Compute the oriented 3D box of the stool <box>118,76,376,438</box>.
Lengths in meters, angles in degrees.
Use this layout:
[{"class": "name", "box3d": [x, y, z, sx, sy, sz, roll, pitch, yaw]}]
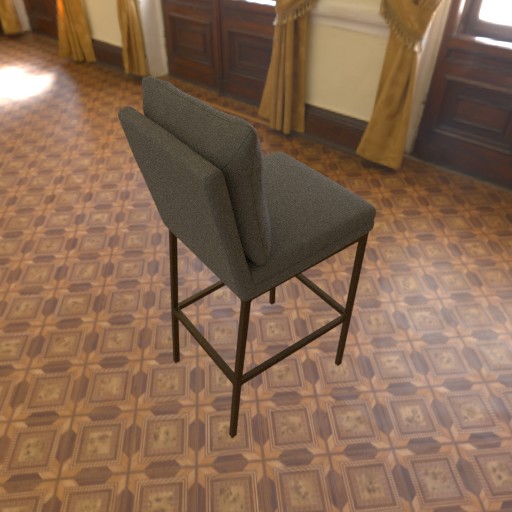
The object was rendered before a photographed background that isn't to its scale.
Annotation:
[{"class": "stool", "box3d": [0.000, 0.000, 1.442, 0.569, 1.132, 0.463, -27, 47, -27]}]
